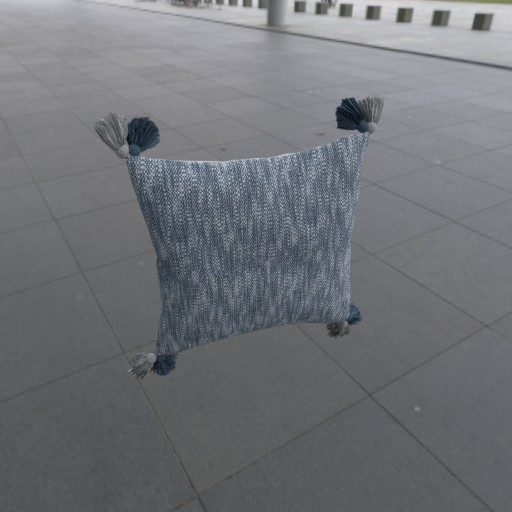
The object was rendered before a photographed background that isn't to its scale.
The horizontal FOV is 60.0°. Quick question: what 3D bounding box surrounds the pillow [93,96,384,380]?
[{"bbox_3d":[0.000,0.000,0.948,0.614,0.634,0.138,-9,33,-14],"label":"pillow"}]
